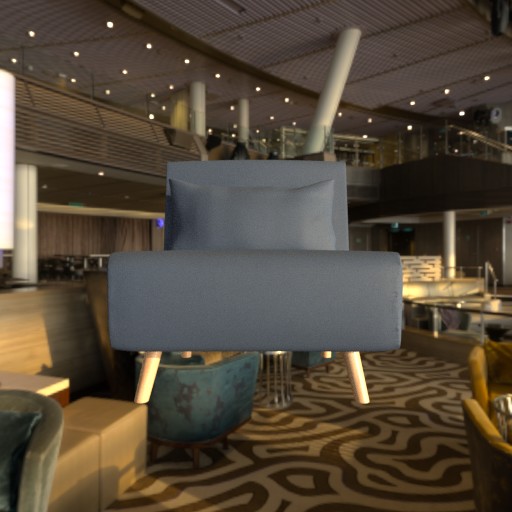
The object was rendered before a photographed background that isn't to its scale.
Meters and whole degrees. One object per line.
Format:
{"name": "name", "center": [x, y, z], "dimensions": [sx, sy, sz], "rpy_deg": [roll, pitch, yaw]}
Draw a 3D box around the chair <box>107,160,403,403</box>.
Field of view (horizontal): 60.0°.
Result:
{"name": "chair", "center": [0.000, 0.000, 1.514], "dimensions": [0.770, 0.808, 0.900], "rpy_deg": [0, 0, 0]}
